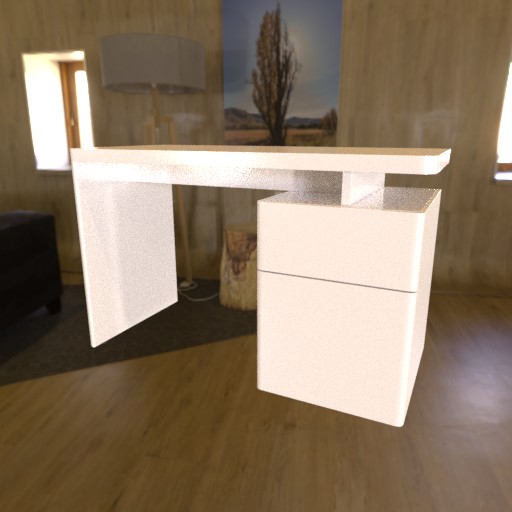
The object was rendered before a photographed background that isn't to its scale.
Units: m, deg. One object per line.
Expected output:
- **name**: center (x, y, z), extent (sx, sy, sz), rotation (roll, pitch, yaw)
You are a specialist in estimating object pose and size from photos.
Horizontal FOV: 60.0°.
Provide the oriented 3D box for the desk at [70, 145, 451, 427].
- **desk**: center (0.000, 0.000, 1.612), extent (1.200, 0.760, 0.550), rotation (7, 17, 25)
